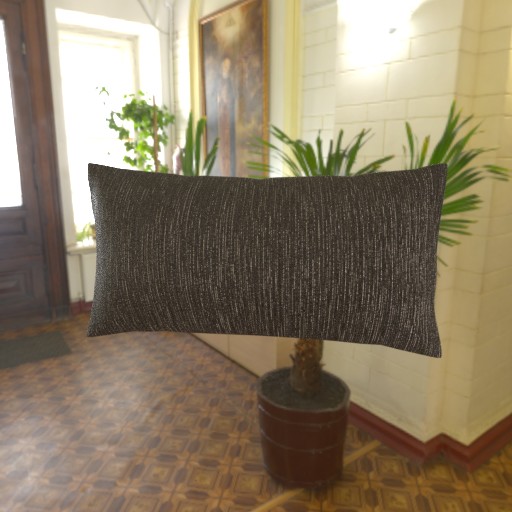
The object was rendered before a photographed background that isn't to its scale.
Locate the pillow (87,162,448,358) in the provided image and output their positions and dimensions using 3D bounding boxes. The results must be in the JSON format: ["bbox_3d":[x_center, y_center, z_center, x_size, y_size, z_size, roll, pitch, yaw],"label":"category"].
[{"bbox_3d":[0.000,0.000,0.743,0.608,0.305,0.156,2,13,8],"label":"pillow"}]
